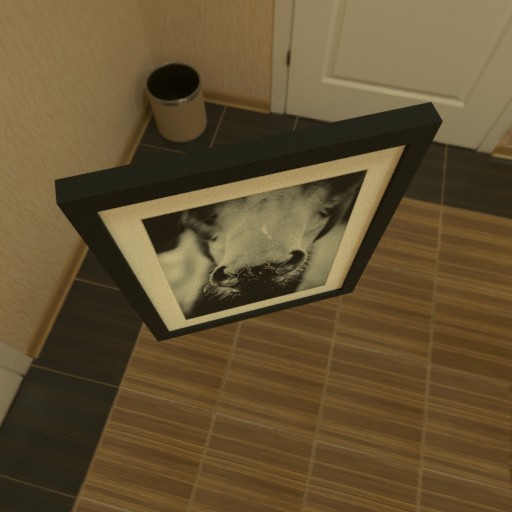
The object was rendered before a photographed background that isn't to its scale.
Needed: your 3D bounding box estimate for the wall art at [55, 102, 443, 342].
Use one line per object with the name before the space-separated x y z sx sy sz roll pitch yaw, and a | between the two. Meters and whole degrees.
wall art | 0.000 0.000 0.764 0.457 0.559 0.033 -13 65 -7
